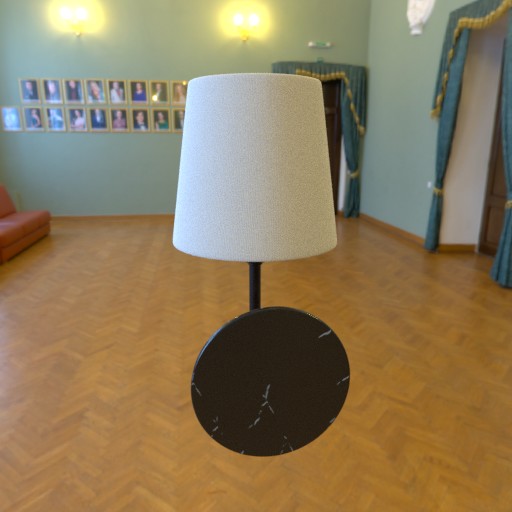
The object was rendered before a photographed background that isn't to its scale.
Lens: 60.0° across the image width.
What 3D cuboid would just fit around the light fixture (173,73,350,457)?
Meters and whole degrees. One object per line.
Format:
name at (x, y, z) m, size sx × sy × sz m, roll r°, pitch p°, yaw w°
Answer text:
light fixture at (0.000, 0.000, 0.458) m, size 0.168 × 0.337 × 0.188 m, roll -2°, pitch 15°, yaw -9°
